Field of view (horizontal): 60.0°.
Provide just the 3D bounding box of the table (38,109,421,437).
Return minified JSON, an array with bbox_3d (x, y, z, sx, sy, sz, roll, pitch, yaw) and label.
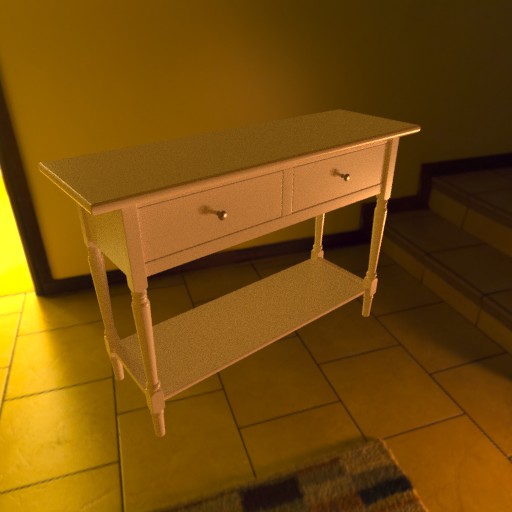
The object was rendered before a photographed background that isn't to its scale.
[{"bbox_3d":[0.000,0.000,1.574,1.191,0.814,0.386,-21,35,-33],"label":"table"}]
